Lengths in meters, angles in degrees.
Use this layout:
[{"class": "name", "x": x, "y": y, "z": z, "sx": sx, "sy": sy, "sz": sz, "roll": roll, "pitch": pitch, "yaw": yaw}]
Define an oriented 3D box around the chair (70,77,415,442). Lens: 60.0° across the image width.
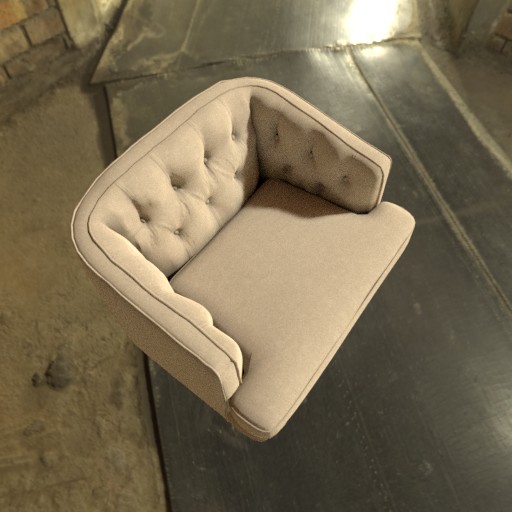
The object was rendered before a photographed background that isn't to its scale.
[{"class": "chair", "x": 0.000, "y": 0.000, "z": 1.800, "sx": 0.941, "sy": 0.852, "sz": 1.104, "roll": 32, "pitch": 63, "yaw": 18}]
